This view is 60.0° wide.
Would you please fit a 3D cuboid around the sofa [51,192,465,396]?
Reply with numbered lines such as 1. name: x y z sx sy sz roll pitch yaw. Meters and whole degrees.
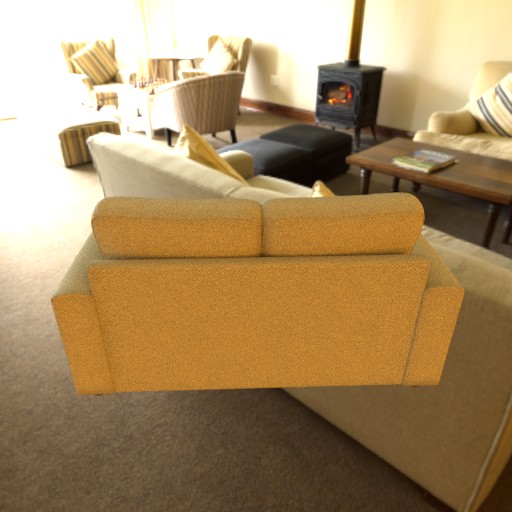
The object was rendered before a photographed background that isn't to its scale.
1. sofa: 0.000 0.000 2.205 1.616 0.873 1.016 -1 30 -2
